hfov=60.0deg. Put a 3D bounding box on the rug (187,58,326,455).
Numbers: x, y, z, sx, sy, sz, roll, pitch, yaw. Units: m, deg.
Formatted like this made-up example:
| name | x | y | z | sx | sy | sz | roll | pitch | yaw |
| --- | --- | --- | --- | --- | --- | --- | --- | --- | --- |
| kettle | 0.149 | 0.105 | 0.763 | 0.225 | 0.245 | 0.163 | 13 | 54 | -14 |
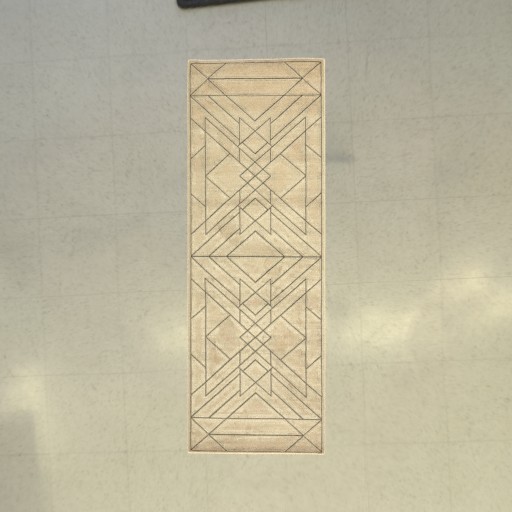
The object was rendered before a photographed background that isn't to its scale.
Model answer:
| name | x | y | z | sx | sy | sz | roll | pitch | yaw |
| --- | --- | --- | --- | --- | --- | --- | --- | --- | --- |
| rug | 0.000 | 0.000 | 2.667 | 0.831 | 0.036 | 2.381 | 0 | 90 | 2 |
